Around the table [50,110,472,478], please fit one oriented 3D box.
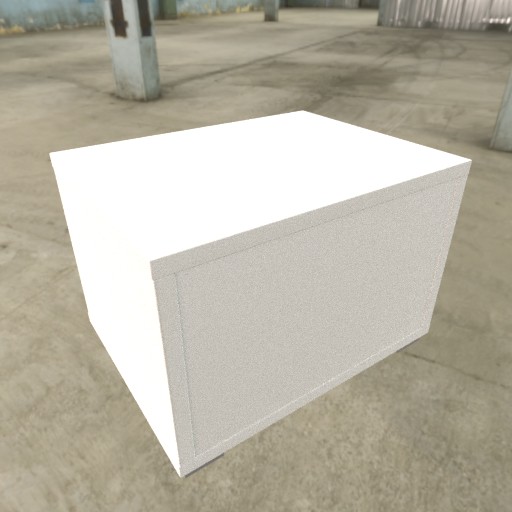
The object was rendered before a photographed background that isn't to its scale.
[{"bbox_3d":[0.000,0.000,0.774,0.517,0.357,0.399,-19,36,-29],"label":"table"}]
